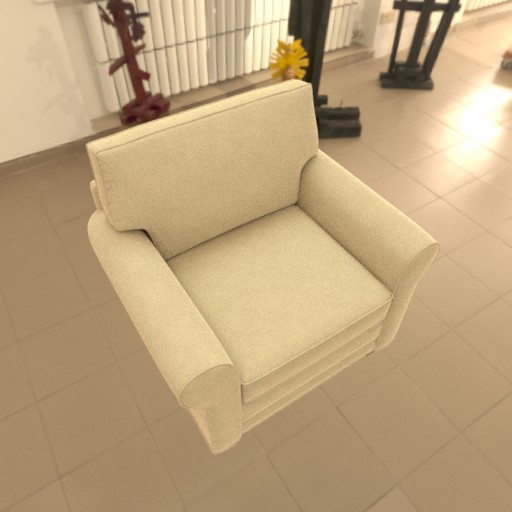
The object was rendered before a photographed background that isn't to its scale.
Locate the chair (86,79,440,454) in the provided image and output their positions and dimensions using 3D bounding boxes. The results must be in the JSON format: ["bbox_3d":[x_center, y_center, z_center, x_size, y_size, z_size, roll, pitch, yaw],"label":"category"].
[{"bbox_3d":[0.000,0.000,1.696,1.040,0.955,0.863,-25,52,-22],"label":"chair"}]
